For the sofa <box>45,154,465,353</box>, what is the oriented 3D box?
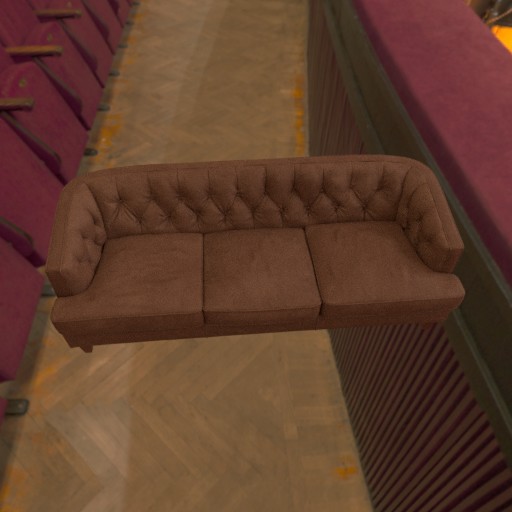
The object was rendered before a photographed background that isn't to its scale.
[{"bbox_3d":[0.000,0.000,2.666,2.227,0.787,0.927,-3,47,-3],"label":"sofa"}]
